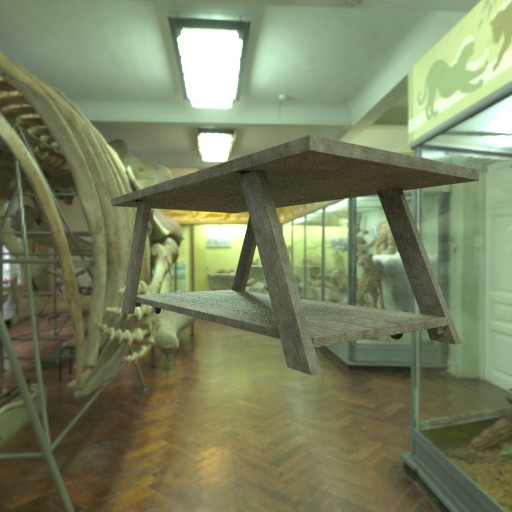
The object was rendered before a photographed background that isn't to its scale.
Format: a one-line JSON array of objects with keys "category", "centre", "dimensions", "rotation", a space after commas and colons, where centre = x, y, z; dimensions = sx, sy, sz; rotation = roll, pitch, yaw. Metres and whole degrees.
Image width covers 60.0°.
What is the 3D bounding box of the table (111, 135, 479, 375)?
[{"category": "table", "centre": [0.000, 0.000, 1.516], "dimensions": [0.610, 0.470, 1.219], "rotation": [0, 0, -35]}]
